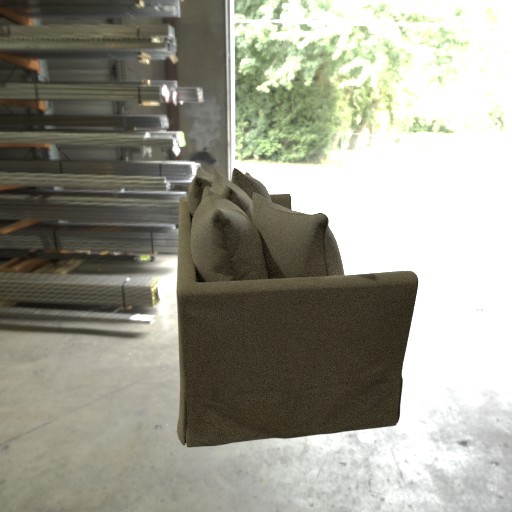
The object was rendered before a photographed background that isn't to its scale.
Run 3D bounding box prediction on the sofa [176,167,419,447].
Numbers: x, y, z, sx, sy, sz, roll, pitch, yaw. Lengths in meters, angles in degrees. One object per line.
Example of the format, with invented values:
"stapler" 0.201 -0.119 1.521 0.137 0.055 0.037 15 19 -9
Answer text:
"sofa" 0.000 0.000 2.846 1.031 1.034 2.290 -3 17 -9
